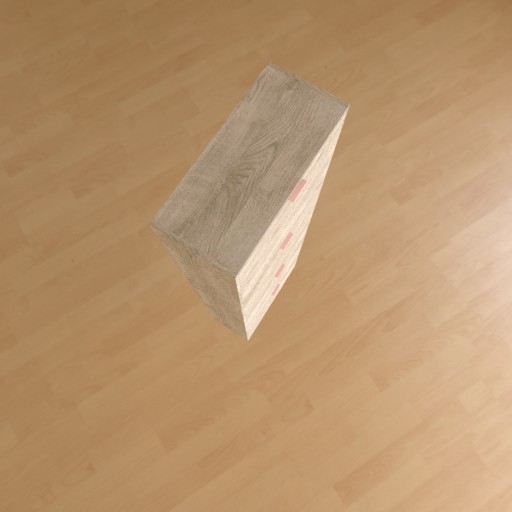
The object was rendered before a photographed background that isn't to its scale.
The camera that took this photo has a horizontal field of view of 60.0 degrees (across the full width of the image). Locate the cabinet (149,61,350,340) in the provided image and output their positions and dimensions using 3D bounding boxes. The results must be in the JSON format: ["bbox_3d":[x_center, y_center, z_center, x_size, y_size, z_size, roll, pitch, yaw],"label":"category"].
[{"bbox_3d":[0.000,0.000,1.835,0.250,1.630,0.520,31,77,8],"label":"cabinet"}]
